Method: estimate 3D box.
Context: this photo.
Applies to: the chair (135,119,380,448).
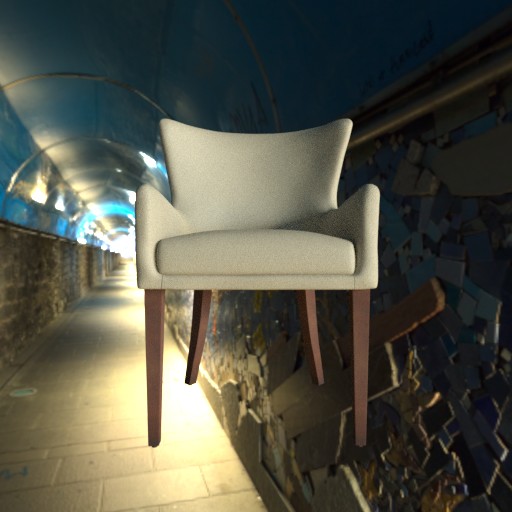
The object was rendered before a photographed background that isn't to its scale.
[{"bbox_3d":[0.000,0.000,1.400,0.660,0.952,0.686,0,0,-1],"label":"chair"}]
